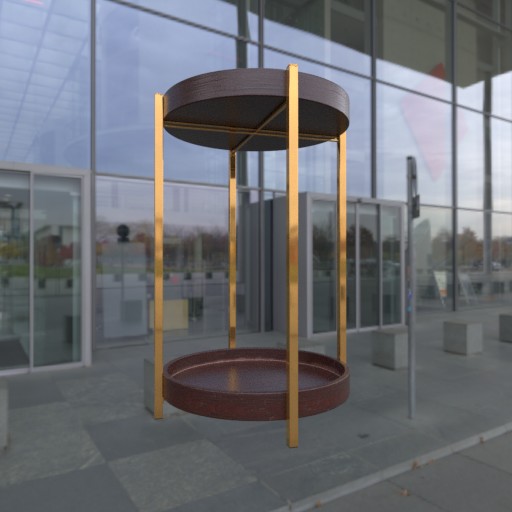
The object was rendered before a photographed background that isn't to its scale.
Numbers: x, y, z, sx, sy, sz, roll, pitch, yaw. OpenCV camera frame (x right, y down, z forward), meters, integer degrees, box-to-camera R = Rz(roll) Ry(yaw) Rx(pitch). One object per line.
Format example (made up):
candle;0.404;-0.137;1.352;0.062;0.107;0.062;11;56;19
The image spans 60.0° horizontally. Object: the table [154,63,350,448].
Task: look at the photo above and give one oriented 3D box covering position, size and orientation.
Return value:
table;0.000;0.000;0.894;0.400;0.610;0.400;0;0;-18
